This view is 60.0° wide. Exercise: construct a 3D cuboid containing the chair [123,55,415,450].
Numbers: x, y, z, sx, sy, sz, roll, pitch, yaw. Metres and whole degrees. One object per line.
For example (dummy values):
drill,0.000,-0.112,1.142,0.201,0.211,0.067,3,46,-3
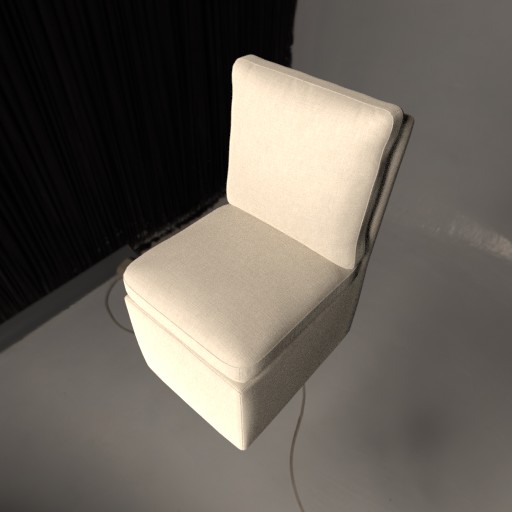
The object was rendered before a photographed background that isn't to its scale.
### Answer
chair,0.000,0.000,1.319,0.503,0.927,0.698,32,53,28
